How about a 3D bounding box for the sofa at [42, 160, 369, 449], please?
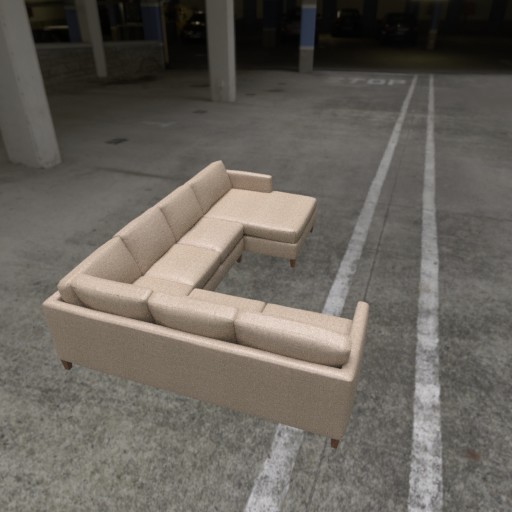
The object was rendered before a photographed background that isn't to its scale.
[{"bbox_3d":[0.000,0.000,4.789,2.594,0.961,3.460,10,32,16],"label":"sofa"}]
